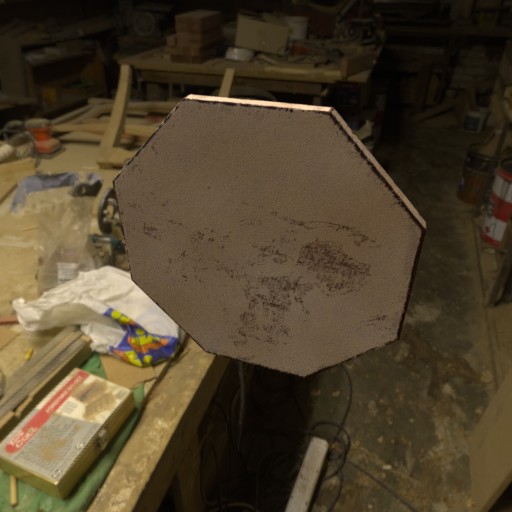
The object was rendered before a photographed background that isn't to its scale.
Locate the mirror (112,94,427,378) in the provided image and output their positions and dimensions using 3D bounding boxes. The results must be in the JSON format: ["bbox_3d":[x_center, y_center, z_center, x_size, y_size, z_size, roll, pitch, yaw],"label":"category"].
[{"bbox_3d":[0.000,0.000,0.957,0.648,0.648,0.031,11,35,16],"label":"mirror"}]
